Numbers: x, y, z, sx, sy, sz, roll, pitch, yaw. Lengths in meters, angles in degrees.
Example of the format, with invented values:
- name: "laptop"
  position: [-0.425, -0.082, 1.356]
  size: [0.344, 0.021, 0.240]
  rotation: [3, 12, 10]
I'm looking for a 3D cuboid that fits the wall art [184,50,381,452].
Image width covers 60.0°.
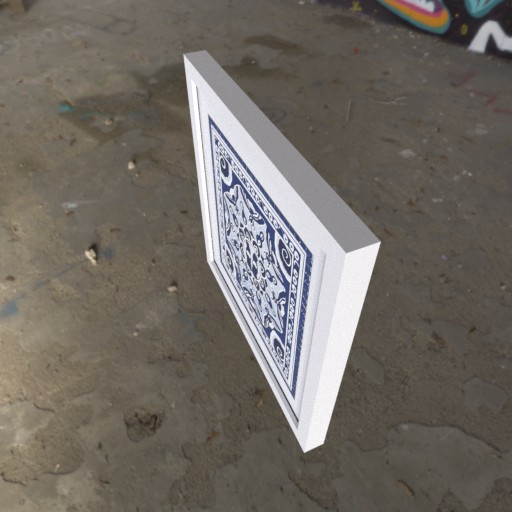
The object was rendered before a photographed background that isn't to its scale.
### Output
- name: "wall art"
  position: [0.000, 0.000, 0.537]
  size: [0.027, 0.355, 0.355]
  rotation: [-18, 49, -16]
